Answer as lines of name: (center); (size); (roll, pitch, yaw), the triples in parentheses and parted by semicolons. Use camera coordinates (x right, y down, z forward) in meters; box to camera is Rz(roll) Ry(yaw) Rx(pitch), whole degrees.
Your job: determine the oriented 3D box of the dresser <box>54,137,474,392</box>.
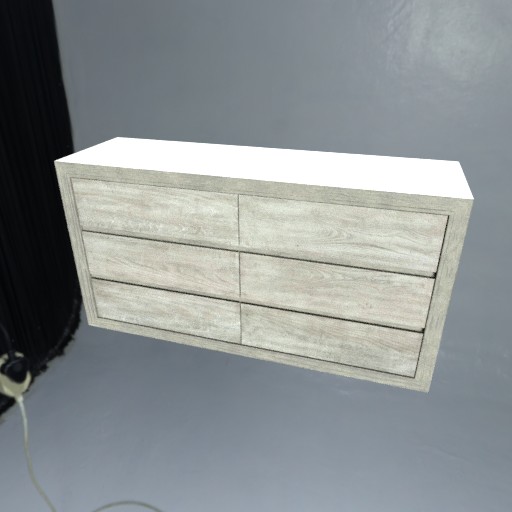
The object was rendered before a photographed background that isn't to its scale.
dresser: (0.000, 0.000, 2.058); (1.628, 0.889, 0.483); (8, 28, 15)
